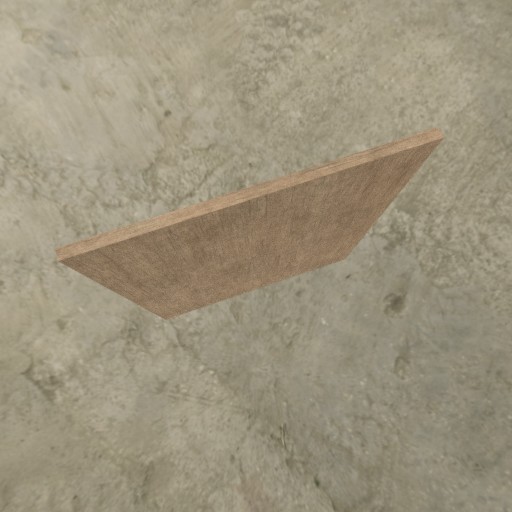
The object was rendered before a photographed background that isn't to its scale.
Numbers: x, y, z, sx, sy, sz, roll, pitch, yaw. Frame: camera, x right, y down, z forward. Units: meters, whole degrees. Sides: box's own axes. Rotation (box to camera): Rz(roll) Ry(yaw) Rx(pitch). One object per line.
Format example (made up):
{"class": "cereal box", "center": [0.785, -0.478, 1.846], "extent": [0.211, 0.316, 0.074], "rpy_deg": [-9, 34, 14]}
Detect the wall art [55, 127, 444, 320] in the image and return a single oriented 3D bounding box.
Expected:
{"class": "wall art", "center": [0.000, 0.000, 0.914], "extent": [0.534, 0.686, 0.018], "rpy_deg": [-18, 76, -5]}
